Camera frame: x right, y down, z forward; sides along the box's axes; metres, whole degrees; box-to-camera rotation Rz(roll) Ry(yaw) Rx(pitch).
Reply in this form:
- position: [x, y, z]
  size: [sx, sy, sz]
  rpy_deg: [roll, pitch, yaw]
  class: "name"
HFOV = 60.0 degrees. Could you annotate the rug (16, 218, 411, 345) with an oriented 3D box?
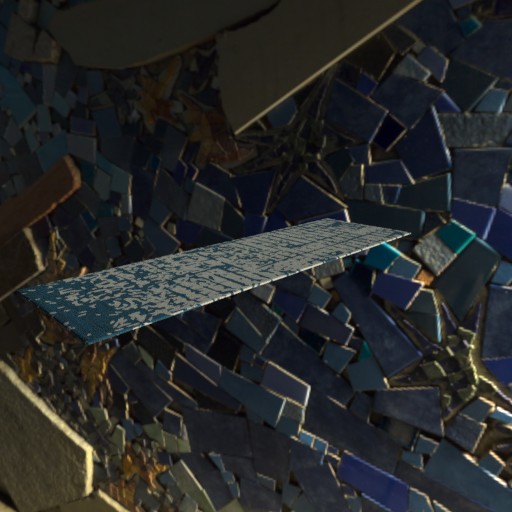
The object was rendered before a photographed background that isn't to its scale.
- position: [0.000, 0.000, 2.646]
  size: [2.435, 0.011, 0.750]
  rpy_deg: [-16, 22, -43]
  class: "rug"
